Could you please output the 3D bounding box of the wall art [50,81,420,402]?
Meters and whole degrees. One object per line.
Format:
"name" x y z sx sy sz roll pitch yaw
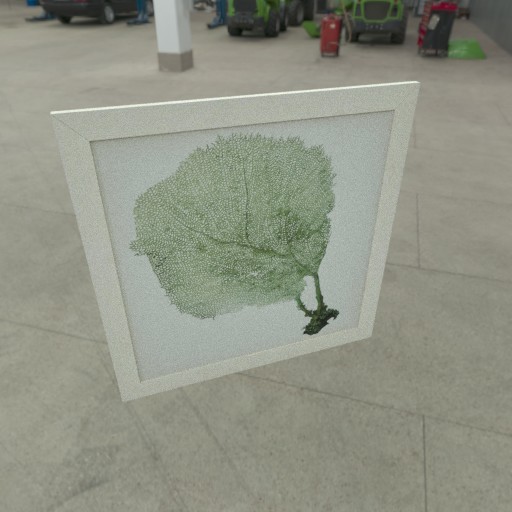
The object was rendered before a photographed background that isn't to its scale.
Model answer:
"wall art" 0.000 0.000 0.837 0.584 0.584 0.013 -11 35 -16
